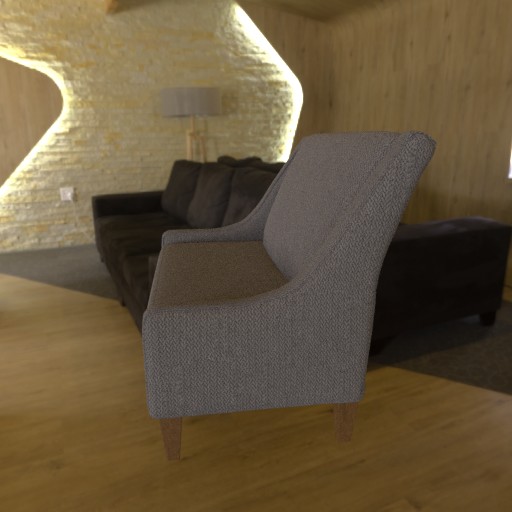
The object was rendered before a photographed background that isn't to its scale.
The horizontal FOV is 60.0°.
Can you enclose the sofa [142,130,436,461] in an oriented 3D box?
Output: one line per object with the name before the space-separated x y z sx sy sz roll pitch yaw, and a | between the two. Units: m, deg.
sofa | 0.000 0.000 1.898 0.873 1.022 1.242 -2 15 -8
